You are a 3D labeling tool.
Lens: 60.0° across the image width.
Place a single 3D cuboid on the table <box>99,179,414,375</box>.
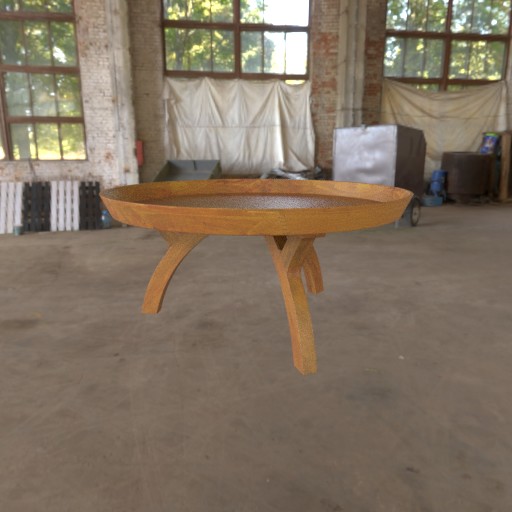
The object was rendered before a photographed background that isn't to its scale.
[{"bbox_3d":[0.000,0.000,1.567,1.016,0.470,1.016,0,14,0],"label":"table"}]
